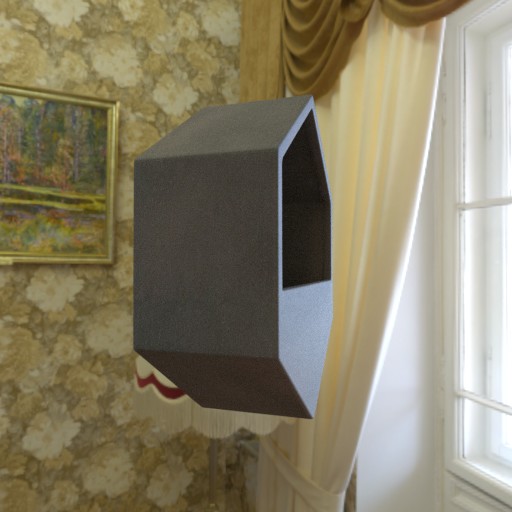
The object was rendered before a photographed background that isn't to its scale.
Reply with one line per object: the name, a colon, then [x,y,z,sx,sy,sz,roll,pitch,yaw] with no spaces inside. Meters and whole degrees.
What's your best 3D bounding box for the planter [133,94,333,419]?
planter: [0.000,0.000,0.294,0.077,0.206,0.169,0,-1,18]
